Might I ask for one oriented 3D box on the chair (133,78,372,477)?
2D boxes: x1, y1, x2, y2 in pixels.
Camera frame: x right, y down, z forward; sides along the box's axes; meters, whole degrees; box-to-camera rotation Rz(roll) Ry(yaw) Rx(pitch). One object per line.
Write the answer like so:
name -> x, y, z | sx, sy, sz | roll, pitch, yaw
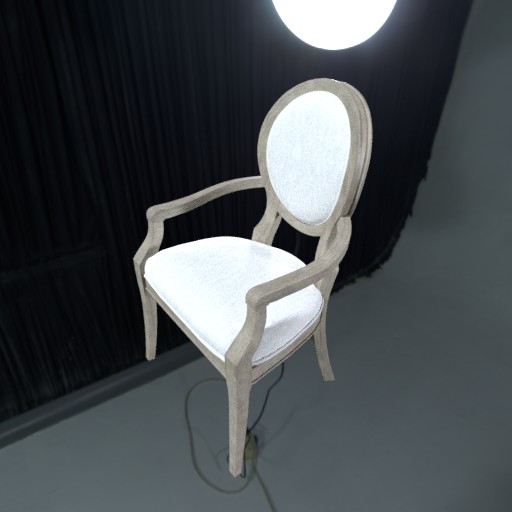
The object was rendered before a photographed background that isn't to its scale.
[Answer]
chair -> 0.000, 0.000, 1.388 | 0.602, 0.991, 0.611 | -21, 37, -30
